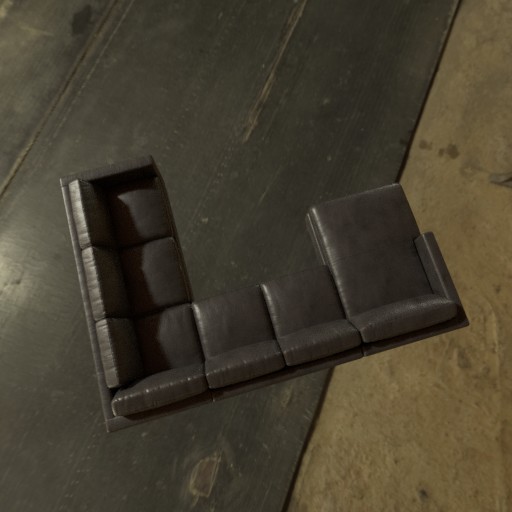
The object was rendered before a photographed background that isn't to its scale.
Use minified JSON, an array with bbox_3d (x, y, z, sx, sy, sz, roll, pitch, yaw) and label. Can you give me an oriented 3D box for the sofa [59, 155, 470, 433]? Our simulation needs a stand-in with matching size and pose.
[{"bbox_3d":[0.000,0.000,4.445,3.324,0.891,2.452,-16,76,-4],"label":"sofa"}]
